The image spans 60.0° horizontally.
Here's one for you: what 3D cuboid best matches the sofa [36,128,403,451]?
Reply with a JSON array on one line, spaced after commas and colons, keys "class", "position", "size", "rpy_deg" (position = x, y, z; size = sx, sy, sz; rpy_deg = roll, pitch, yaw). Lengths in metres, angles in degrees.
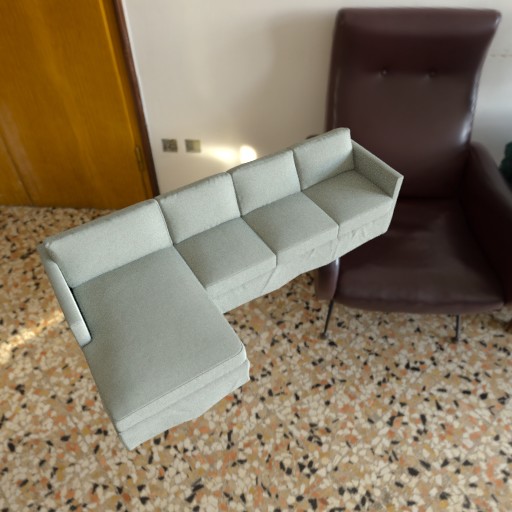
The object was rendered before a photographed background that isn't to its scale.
[{"class": "sofa", "position": [0.000, 0.000, 3.849], "size": [3.205, 0.922, 1.650], "rpy_deg": [-25, 52, -22]}]
